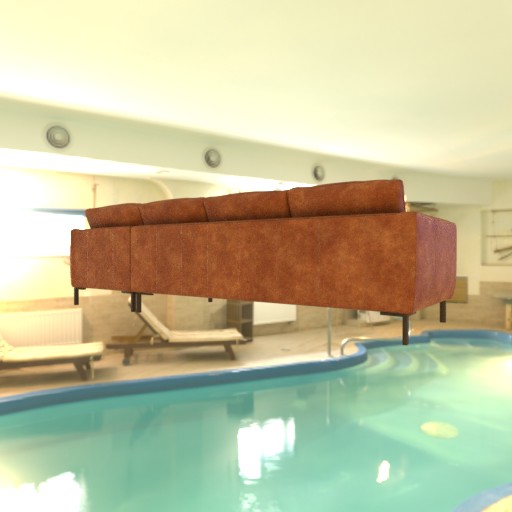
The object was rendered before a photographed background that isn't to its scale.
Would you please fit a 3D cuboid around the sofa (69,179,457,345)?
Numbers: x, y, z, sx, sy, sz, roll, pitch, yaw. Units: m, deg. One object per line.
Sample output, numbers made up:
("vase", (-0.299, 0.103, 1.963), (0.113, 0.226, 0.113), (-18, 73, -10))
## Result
("sofa", (0.000, 0.000, 3.593), (2.993, 0.859, 1.471), (0, 1, 36))
